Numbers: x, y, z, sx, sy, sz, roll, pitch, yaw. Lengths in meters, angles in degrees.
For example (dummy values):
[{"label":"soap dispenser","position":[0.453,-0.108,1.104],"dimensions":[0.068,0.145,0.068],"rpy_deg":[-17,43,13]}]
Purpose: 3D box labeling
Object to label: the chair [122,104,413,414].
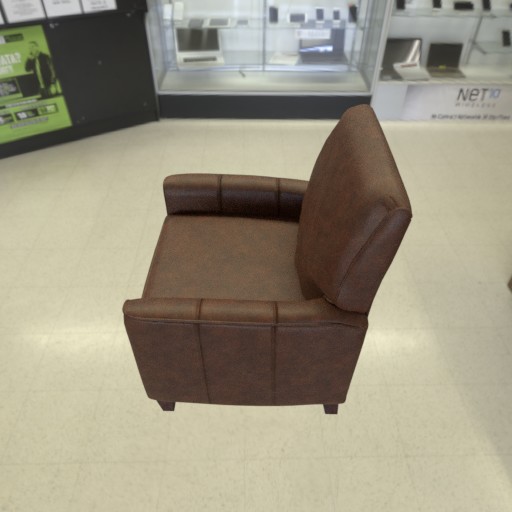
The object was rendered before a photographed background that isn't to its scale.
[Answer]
[{"label":"chair","position":[0.000,0.000,1.697],"dimensions":[0.850,1.010,0.839],"rpy_deg":[1,42,1]}]
